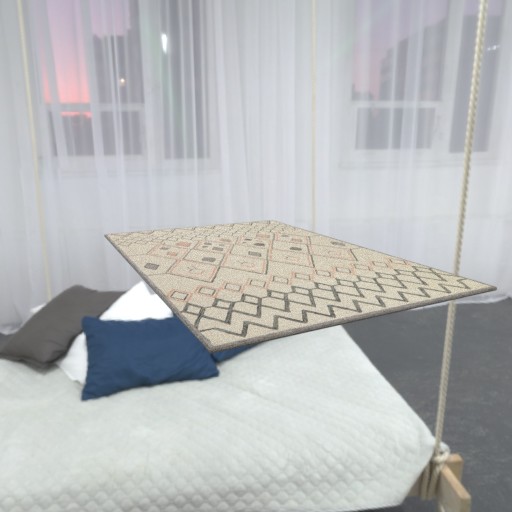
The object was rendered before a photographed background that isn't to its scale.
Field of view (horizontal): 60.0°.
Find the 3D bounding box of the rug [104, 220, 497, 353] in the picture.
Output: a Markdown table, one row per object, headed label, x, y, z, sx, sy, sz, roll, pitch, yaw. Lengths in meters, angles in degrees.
| label | x | y | z | sx | sy | sz | roll | pitch | yaw |
| --- | --- | --- | --- | --- | --- | --- | --- | --- | --- |
| rug | 0.000 | 0.000 | 2.278 | 1.219 | 0.016 | 1.829 | -7 | 16 | -26 |
